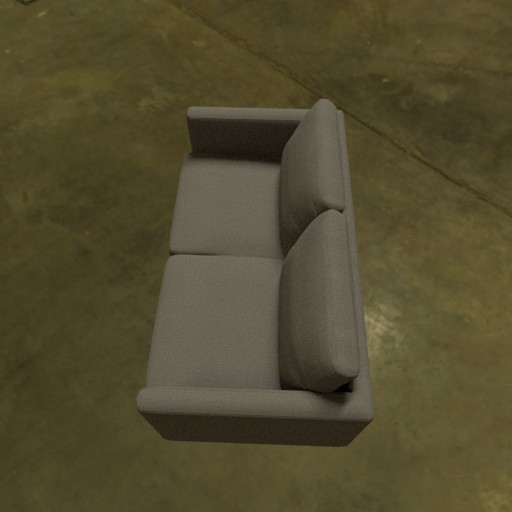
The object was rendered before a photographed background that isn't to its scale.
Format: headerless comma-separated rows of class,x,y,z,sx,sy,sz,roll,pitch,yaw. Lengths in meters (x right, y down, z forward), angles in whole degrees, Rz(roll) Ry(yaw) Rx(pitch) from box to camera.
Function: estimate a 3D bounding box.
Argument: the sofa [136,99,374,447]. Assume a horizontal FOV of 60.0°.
sofa,0.000,0.000,2.285,0.940,0.866,1.713,2,57,1
